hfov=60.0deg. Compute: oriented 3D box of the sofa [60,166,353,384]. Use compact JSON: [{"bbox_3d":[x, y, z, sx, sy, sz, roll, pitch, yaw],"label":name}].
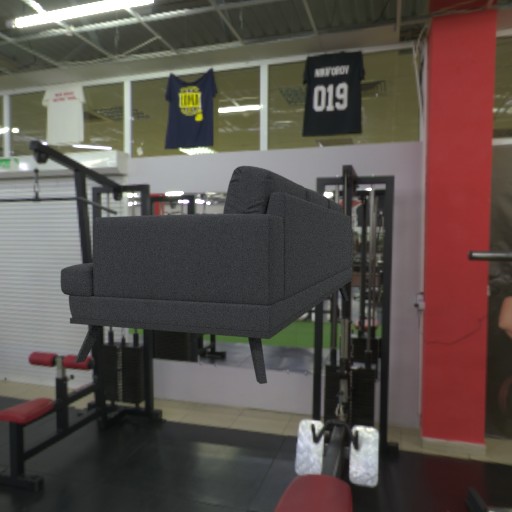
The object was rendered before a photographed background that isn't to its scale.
[{"bbox_3d":[0.000,0.000,2.747,0.920,0.810,2.310,1,2,19],"label":"sofa"}]
